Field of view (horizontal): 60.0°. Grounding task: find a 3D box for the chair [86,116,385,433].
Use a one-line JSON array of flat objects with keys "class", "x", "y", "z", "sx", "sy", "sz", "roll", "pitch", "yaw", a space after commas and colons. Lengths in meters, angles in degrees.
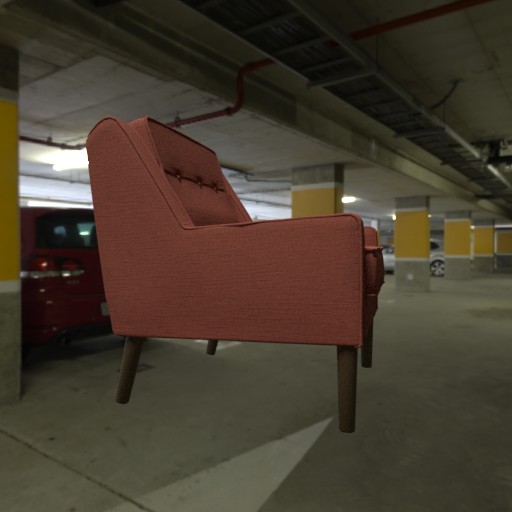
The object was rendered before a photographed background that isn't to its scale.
[{"class": "chair", "x": 0.000, "y": 0.000, "z": 1.403, "sx": 0.770, "sy": 0.812, "sz": 0.680, "roll": 0, "pitch": 1, "yaw": 18}]
